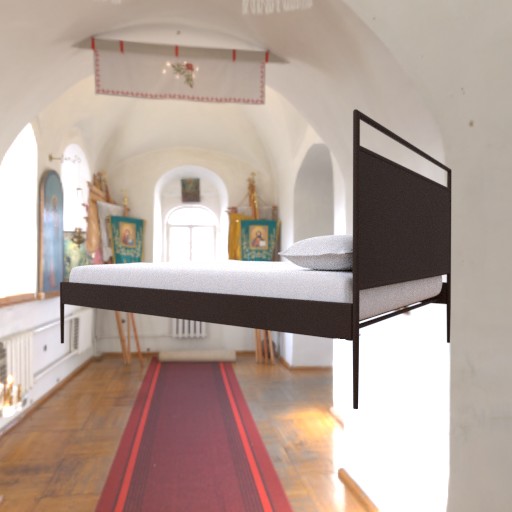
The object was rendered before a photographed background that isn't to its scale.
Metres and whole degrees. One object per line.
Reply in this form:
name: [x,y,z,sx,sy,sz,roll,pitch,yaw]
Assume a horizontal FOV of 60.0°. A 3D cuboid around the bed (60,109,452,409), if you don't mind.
bed: [0.000,0.000,2.983,2.122,1.173,1.572,1,1,36]
